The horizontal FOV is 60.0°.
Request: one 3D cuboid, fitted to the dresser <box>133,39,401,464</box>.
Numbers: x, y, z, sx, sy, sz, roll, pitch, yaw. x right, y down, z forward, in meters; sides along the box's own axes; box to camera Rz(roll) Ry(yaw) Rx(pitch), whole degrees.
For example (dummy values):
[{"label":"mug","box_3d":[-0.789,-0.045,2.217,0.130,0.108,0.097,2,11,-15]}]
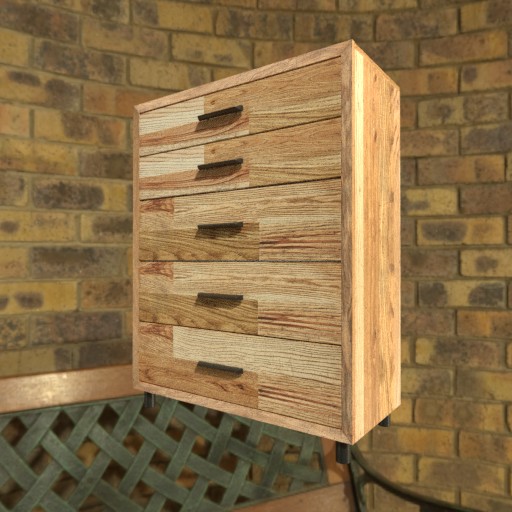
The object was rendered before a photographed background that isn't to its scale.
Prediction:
[{"label":"dresser","box_3d":[0.000,0.000,1.717,0.966,1.243,0.480,0,-1,35]}]
